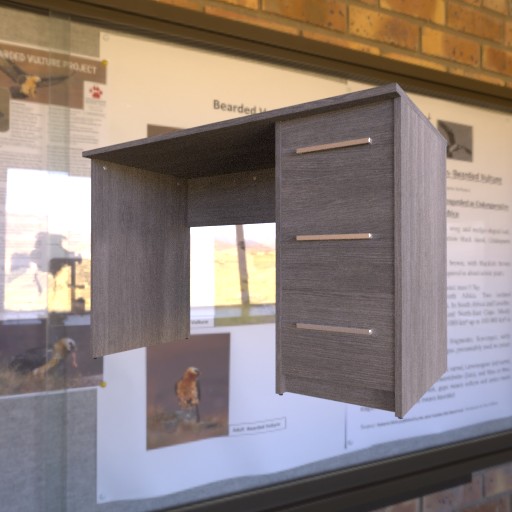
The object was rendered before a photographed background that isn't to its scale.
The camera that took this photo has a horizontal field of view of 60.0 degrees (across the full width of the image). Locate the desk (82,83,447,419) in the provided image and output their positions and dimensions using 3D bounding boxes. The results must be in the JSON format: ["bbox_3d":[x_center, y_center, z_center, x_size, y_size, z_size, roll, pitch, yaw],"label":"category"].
[{"bbox_3d":[0.000,0.000,1.485,1.097,0.735,0.560,0,-1,34],"label":"desk"}]
